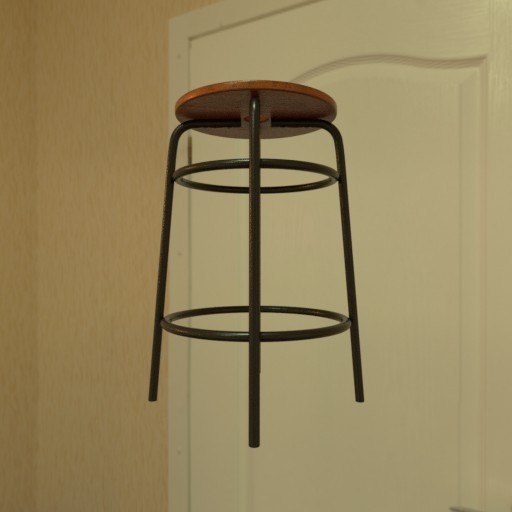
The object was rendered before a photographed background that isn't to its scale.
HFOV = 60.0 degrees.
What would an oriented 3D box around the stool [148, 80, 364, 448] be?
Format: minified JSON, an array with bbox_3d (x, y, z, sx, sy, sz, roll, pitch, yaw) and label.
[{"bbox_3d":[0.000,0.000,0.932,0.455,0.610,0.455,0,0,1],"label":"stool"}]
